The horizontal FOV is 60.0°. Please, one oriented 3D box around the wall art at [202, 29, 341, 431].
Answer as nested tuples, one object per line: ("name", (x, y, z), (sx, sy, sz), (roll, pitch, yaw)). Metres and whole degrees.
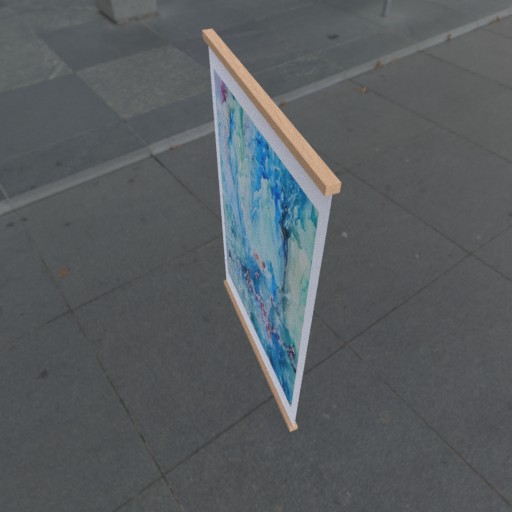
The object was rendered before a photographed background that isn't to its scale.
("wall art", (0.000, 0.000, 0.773), (0.016, 0.611, 0.401), (-16, 50, -14))
